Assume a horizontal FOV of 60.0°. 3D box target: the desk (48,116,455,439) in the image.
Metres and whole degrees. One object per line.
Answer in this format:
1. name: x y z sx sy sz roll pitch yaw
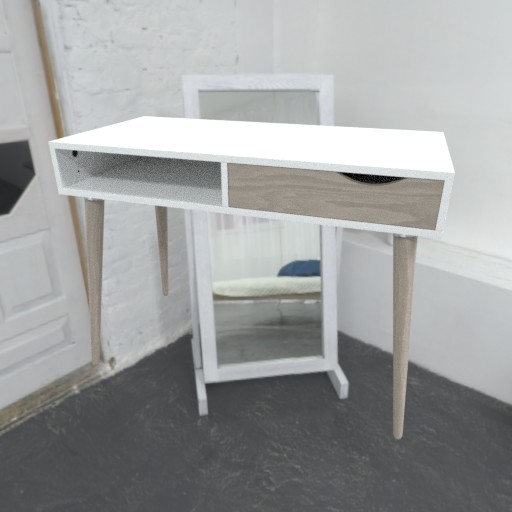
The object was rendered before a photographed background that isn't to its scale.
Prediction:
1. desk: 0.000 0.000 1.367 0.979 0.723 0.491 8 27 16
